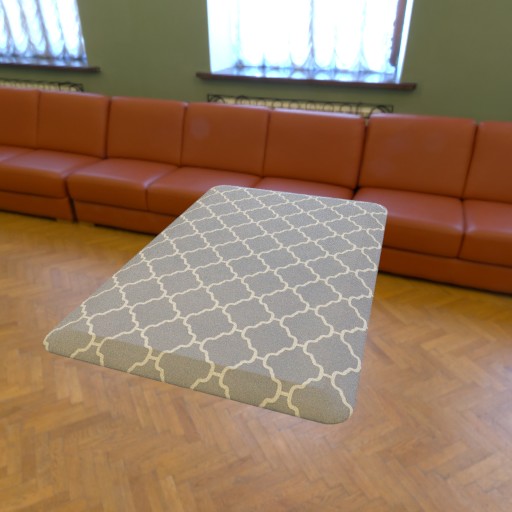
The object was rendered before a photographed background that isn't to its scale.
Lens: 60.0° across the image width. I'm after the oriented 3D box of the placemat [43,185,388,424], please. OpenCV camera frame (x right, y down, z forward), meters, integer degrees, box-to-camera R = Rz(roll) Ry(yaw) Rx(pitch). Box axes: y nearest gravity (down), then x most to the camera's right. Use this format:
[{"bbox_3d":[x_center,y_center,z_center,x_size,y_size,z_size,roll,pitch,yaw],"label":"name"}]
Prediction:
[{"bbox_3d":[0.000,0.000,0.954,0.508,0.021,0.762,9,31,16],"label":"placemat"}]
